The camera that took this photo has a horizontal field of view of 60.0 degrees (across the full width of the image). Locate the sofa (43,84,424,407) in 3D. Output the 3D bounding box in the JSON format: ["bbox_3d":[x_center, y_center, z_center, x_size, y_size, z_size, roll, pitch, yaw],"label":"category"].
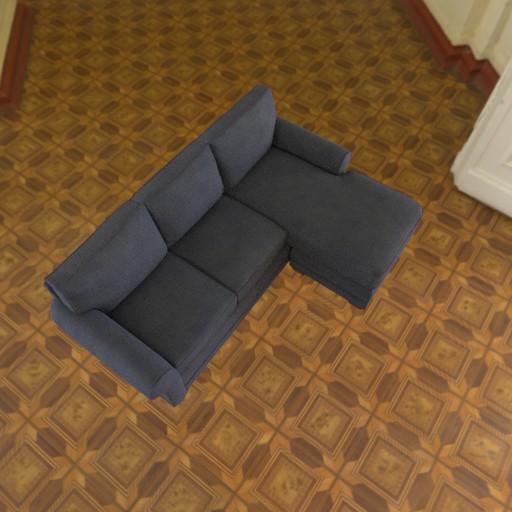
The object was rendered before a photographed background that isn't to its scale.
[{"bbox_3d":[0.000,0.000,3.407,1.780,1.063,2.567,31,63,18],"label":"sofa"}]
